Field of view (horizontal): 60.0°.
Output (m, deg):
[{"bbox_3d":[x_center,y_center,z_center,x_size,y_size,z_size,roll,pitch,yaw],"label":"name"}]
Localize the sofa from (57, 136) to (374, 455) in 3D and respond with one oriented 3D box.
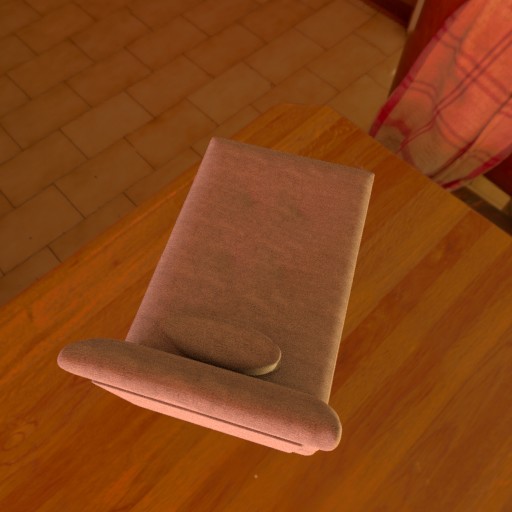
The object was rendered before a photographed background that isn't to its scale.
[{"bbox_3d":[0.000,0.000,1.968,0.930,0.820,1.450,14,64,7],"label":"sofa"}]
